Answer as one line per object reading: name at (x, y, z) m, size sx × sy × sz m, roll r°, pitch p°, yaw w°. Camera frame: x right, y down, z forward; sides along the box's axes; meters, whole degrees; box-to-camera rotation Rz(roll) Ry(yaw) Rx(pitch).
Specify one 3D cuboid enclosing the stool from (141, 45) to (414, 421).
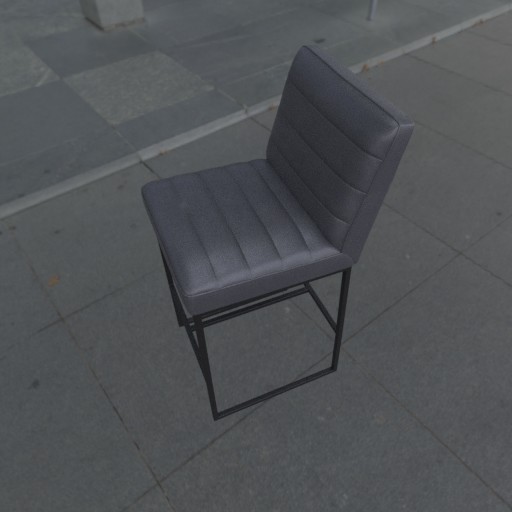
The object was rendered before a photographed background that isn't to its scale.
stool at (0.000, 0.000, 1.357) m, size 0.552 × 1.040 × 0.457 m, roll -18°, pitch 50°, yaw -16°
